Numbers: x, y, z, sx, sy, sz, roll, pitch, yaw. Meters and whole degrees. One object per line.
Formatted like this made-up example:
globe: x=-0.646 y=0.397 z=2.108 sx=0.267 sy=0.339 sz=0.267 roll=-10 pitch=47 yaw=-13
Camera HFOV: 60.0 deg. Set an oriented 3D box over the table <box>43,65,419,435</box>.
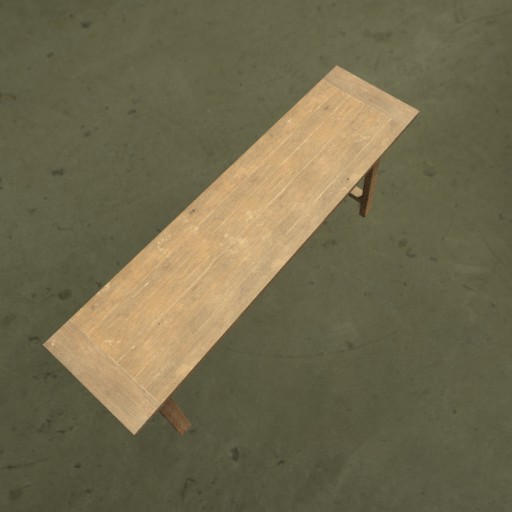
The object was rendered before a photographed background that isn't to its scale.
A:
table: x=0.000 y=0.000 z=2.167 sx=0.465 sy=0.810 sz=1.800 roll=37 pitch=69 yaw=16
